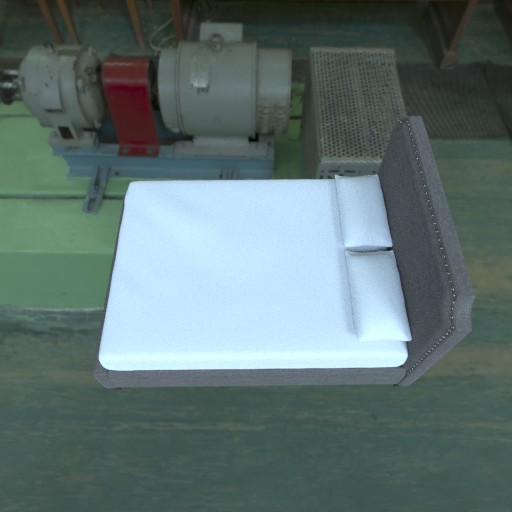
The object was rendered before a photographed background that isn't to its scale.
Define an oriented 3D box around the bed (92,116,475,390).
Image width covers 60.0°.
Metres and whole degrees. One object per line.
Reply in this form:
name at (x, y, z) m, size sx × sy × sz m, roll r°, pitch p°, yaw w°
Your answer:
bed at (0.000, 0.000, 3.393) m, size 2.381 × 1.457 × 1.713 m, roll -1°, pitch 59°, yaw 0°
